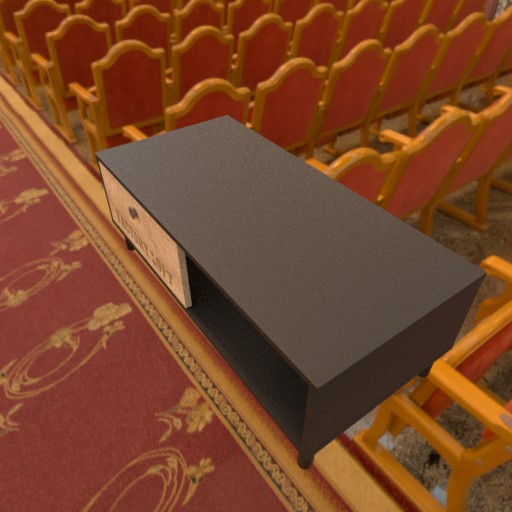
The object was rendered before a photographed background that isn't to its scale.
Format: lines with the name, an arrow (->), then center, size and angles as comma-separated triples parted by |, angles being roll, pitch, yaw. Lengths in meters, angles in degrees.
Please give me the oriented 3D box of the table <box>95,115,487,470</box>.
table -> 0.000, 0.000, 1.376 | 0.550, 0.400, 1.100 | -25, 46, -26
